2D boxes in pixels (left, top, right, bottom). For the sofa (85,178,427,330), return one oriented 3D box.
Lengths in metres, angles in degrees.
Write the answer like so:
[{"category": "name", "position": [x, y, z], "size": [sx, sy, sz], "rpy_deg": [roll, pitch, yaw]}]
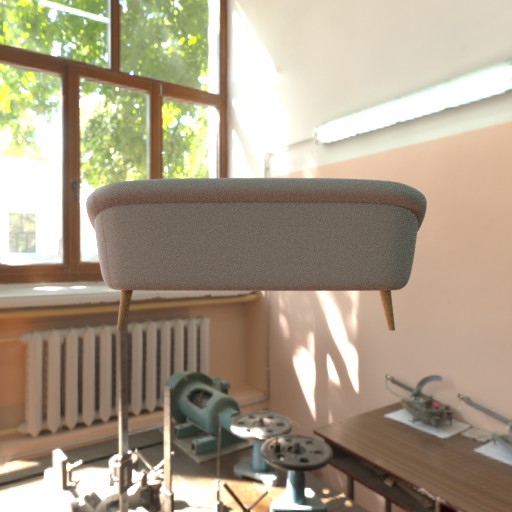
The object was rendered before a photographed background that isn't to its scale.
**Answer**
[{"category": "sofa", "position": [0.000, 0.000, 2.681], "size": [2.160, 0.795, 0.827], "rpy_deg": [0, 1, 0]}]
